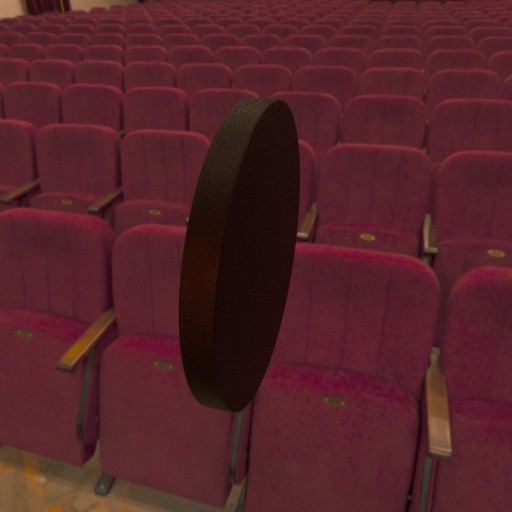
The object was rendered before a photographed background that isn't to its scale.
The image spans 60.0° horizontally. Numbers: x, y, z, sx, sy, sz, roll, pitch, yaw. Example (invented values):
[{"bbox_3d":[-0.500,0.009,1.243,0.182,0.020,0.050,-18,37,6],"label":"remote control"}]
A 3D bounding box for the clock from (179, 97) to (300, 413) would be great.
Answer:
[{"bbox_3d":[0.000,0.000,0.466,0.029,0.314,0.314,8,31,14],"label":"clock"}]
